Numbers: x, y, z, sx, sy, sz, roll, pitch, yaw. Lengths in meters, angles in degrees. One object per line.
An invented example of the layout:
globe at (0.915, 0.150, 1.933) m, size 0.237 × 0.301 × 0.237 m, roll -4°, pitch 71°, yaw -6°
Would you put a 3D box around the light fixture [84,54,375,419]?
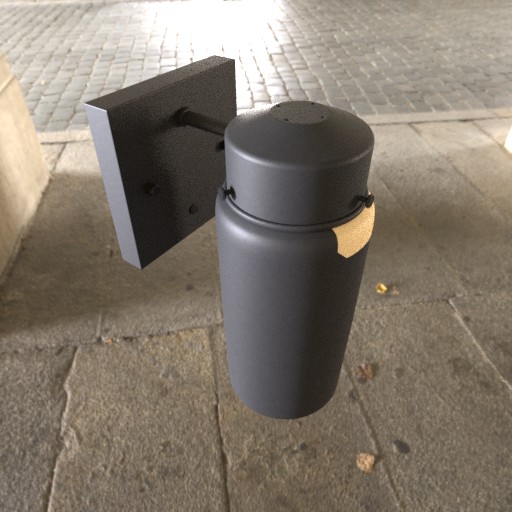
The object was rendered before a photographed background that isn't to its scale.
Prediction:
light fixture at (0.000, 0.000, 0.363) m, size 0.176 × 0.257 × 0.130 m, roll 24°, pitch 46°, yaw 26°
